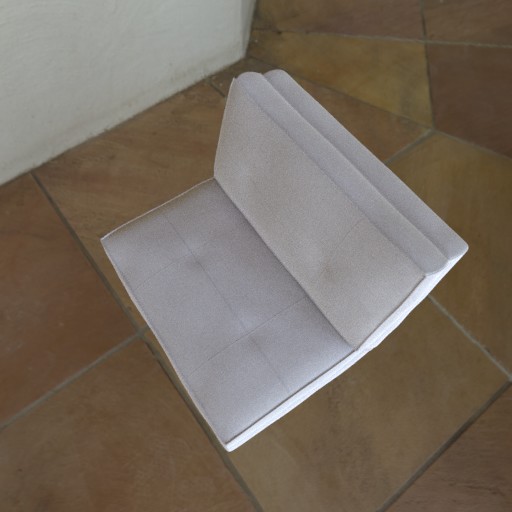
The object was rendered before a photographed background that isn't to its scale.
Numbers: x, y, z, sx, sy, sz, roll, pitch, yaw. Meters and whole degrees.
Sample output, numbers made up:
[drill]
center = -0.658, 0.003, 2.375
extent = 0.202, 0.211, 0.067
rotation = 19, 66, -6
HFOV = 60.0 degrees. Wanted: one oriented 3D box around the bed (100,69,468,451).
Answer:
[bed]
center = 0.000, 0.000, 1.328
extent = 0.749, 0.614, 0.799
rotation = -31, 66, -16
